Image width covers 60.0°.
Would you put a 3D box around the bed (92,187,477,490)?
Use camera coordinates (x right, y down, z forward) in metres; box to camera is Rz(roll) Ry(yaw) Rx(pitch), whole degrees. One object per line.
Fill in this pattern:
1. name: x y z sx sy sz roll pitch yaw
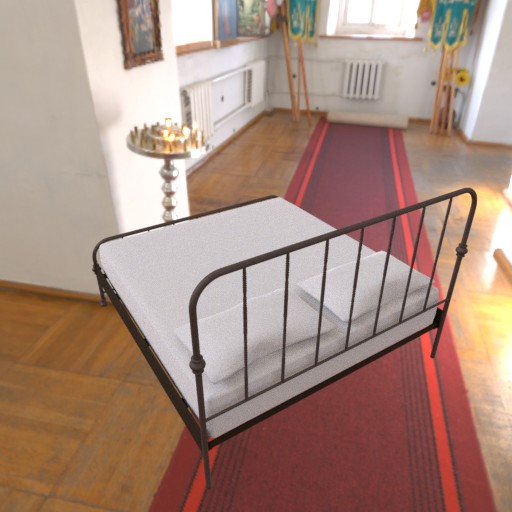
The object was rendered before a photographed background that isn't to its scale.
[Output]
1. bed: 0.000 0.000 3.394 2.044 1.446 2.134 -18 35 -28
